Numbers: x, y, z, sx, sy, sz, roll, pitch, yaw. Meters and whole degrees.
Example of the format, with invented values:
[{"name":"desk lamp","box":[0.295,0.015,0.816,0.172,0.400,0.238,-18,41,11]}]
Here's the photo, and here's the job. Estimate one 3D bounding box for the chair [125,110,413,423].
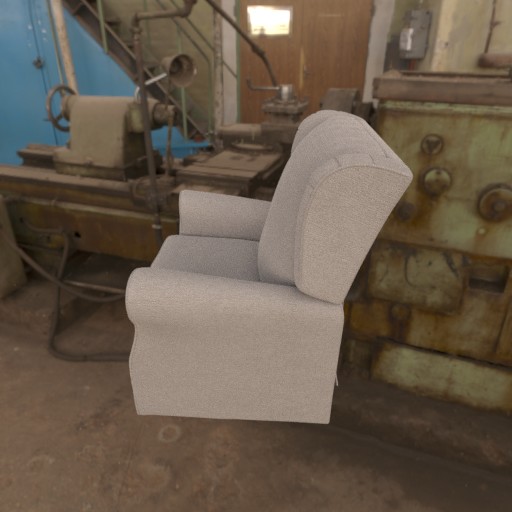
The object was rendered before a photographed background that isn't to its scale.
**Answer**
[{"name":"chair","box":[0.000,0.000,1.696,0.854,0.966,0.906,1,27,2]}]
